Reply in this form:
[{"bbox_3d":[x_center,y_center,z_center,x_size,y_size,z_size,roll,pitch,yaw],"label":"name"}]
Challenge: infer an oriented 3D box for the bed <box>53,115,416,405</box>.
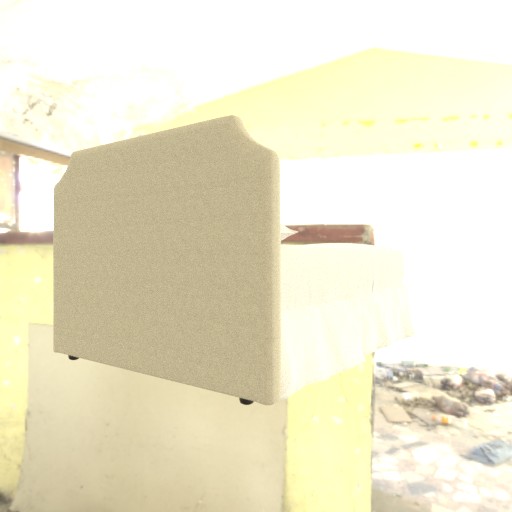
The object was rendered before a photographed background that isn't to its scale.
[{"bbox_3d":[0.000,0.000,3.174,1.693,1.290,2.116,0,1,36],"label":"bed"}]
